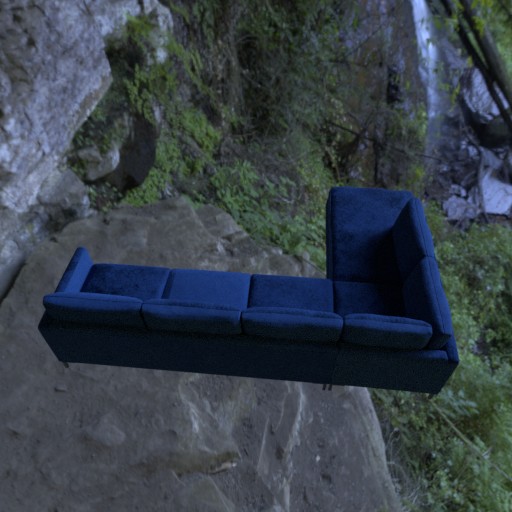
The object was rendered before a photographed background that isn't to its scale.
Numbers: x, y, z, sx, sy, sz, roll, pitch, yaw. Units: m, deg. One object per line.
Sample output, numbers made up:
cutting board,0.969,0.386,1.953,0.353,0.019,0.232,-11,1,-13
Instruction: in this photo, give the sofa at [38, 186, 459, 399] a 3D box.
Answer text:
sofa,0.000,0.000,3.813,2.949,0.815,2.007,4,48,4
